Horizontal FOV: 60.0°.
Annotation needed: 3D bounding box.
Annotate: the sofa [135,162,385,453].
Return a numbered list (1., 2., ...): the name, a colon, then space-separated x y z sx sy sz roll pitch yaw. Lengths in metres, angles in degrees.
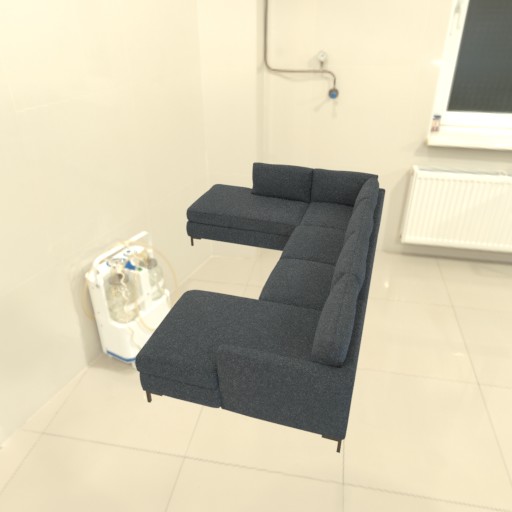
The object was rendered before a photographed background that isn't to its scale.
1. sofa: 0.000 0.000 3.907 2.007 0.813 2.956 9 31 15
